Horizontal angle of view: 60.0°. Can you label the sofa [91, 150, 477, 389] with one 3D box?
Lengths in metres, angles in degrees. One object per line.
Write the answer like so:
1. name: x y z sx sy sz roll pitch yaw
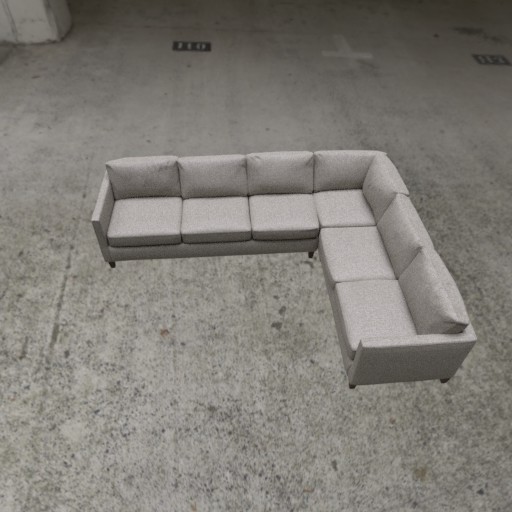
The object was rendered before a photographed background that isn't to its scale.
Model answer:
1. sofa: 0.000 0.000 4.396 3.302 0.947 2.593 -3 46 -3
